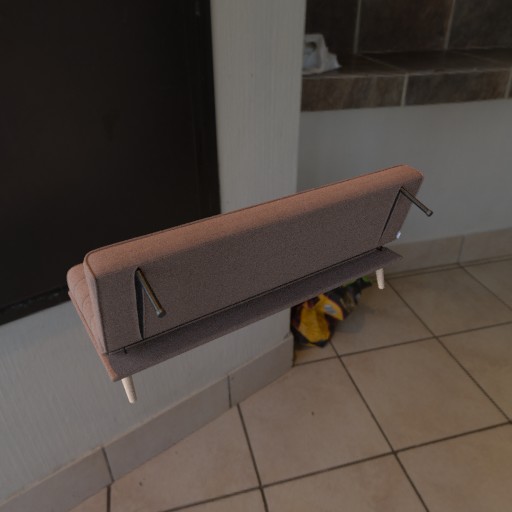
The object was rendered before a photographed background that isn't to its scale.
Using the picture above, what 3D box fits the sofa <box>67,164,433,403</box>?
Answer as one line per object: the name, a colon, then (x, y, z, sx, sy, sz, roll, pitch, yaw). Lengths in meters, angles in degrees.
sofa: (0.000, 0.000, 2.411, 1.820, 0.810, 1.038, -19, 36, -28)
